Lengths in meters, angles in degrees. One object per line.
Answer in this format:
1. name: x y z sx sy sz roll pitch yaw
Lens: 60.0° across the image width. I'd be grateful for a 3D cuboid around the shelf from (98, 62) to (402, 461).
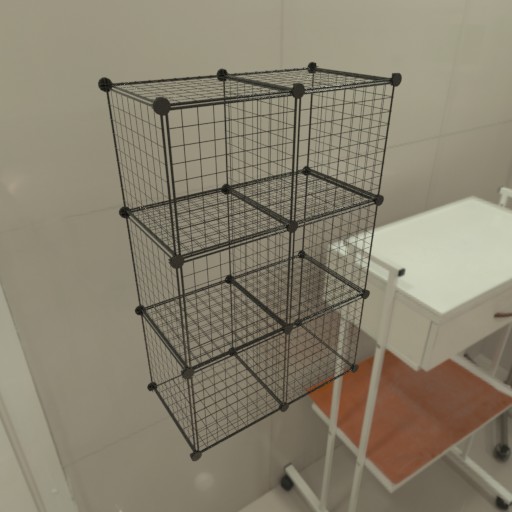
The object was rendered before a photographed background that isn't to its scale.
1. shelf: 0.000 0.000 1.402 0.711 1.067 0.356 -18 34 -29
